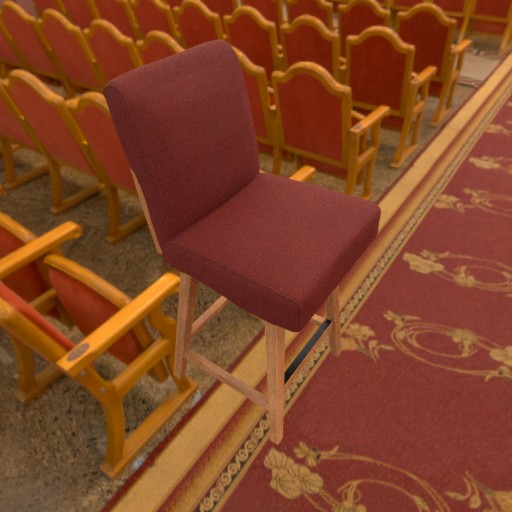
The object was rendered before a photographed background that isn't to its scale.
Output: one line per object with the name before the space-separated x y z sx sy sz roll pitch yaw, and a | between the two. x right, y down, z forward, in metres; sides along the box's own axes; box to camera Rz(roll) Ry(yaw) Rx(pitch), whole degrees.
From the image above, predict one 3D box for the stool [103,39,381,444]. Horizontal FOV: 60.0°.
stool | 0.000 0.000 1.306 0.562 1.038 0.468 25 47 26
